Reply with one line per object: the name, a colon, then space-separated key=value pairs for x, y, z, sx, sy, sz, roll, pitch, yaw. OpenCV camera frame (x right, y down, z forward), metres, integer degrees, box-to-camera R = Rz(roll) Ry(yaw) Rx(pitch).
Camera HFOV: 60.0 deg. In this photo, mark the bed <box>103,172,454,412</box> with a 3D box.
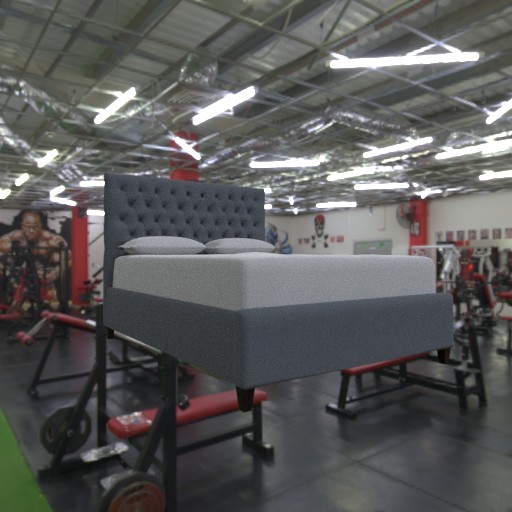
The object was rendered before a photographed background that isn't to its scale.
bed: x=0.000 y=0.000 z=3.382 sx=1.698 sy=1.427 sz=2.231 roll=0 pitch=0 yaw=-34
